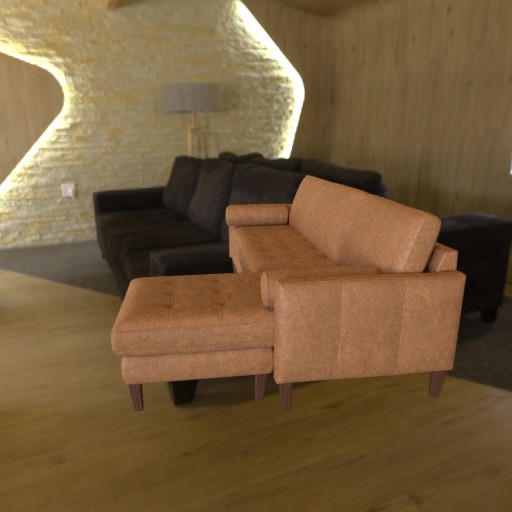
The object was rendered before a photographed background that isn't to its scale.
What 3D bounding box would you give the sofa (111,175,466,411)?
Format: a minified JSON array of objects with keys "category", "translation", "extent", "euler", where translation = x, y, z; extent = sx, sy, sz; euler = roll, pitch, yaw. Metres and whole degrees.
[{"category":"sofa","translation":[0.000,0.000,2.861],"extent":[1.506,0.876,2.178],"euler":[-2,15,-8]}]
